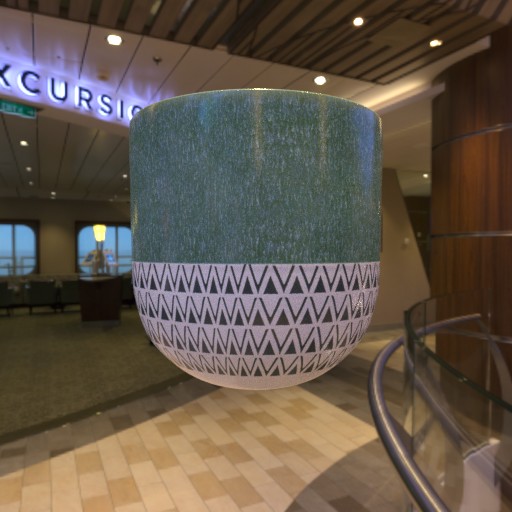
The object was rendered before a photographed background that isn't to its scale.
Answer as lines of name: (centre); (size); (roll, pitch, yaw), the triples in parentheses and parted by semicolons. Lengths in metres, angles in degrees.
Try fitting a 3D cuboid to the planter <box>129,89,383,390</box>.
planter: (0.000, 0.000, 0.485); (0.266, 0.270, 0.266); (0, 1, 0)
